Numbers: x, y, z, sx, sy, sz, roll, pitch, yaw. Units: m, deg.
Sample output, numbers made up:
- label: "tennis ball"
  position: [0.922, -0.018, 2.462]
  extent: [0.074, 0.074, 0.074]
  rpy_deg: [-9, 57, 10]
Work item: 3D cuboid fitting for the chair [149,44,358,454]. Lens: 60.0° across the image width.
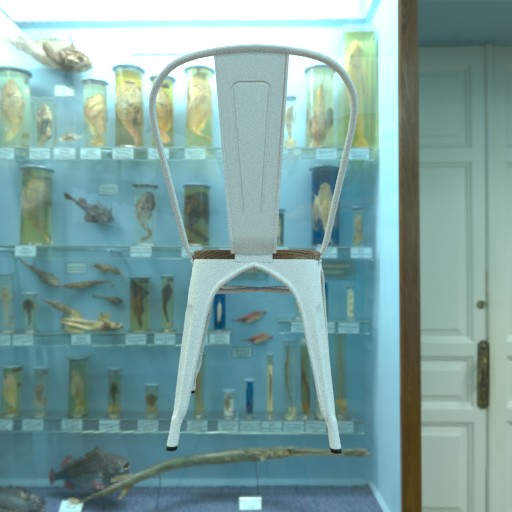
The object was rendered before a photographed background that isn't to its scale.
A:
- label: "chair"
  position: [0.000, 0.000, 1.145]
  extent: [0.452, 0.851, 0.521]
  rpy_deg: [0, -1, 2]
